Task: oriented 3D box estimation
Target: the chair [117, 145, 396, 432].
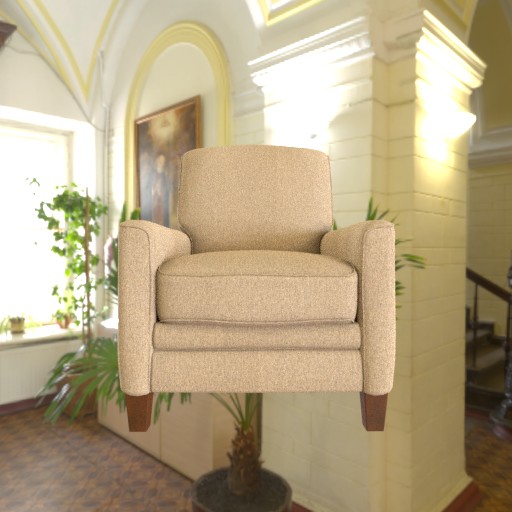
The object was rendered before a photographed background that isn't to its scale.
[{"bbox_3d":[0.000,0.000,1.656,0.848,1.014,0.864,0,1,0],"label":"chair"}]
